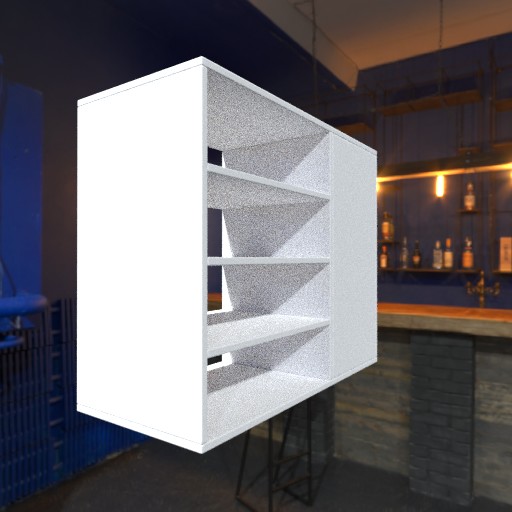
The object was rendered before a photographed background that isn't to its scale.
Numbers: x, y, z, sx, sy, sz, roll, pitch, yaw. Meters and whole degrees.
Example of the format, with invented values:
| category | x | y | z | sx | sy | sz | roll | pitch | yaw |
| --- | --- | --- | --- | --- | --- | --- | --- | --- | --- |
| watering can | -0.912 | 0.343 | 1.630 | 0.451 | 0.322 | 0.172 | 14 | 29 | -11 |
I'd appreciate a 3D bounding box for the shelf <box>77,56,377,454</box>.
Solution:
| category | x | y | z | sx | sy | sz | roll | pitch | yaw |
| --- | --- | --- | --- | --- | --- | --- | --- | --- | --- |
| shelf | 0.000 | 0.000 | 1.292 | 0.396 | 0.732 | 0.895 | 0 | 0 | 36 |
